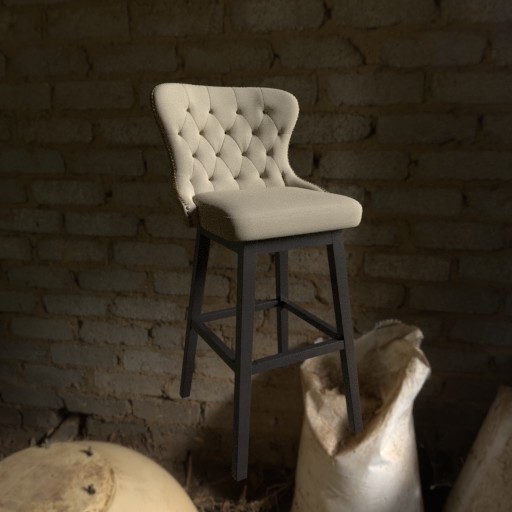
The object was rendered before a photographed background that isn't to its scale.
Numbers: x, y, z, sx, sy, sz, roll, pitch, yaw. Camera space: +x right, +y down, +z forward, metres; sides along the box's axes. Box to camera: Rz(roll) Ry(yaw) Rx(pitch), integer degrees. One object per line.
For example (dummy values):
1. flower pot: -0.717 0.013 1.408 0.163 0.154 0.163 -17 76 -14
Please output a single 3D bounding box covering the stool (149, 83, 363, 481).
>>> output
1. stool: 0.000 0.000 1.418 0.528 1.066 0.605 -8 18 -27
